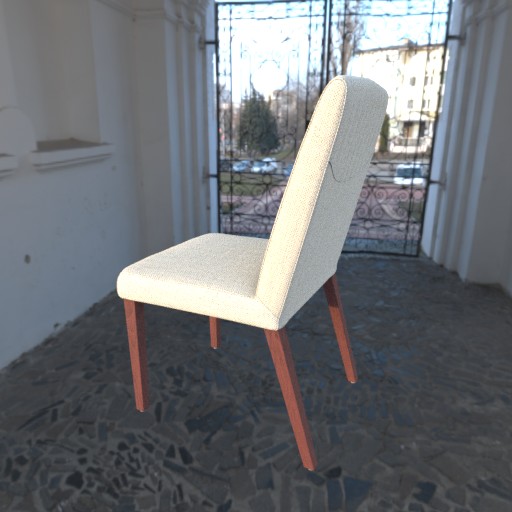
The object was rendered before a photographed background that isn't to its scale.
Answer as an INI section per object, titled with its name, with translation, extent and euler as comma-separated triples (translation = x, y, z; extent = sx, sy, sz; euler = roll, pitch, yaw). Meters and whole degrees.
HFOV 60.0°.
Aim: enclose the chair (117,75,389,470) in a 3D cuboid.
[chair]
translation = 0.000, 0.000, 1.231
extent = 0.594, 0.900, 0.480
euler = 8, 19, 25
